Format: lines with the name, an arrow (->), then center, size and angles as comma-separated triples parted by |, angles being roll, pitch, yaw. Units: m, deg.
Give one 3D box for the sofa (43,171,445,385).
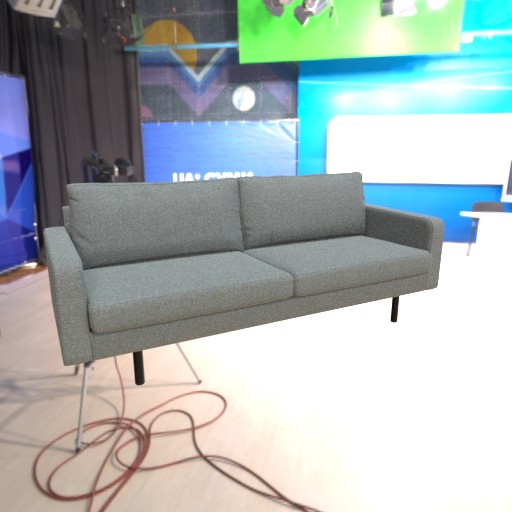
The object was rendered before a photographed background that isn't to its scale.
sofa -> 0.000, 0.000, 2.604 | 2.200, 0.880, 0.880 | -8, 17, -26
